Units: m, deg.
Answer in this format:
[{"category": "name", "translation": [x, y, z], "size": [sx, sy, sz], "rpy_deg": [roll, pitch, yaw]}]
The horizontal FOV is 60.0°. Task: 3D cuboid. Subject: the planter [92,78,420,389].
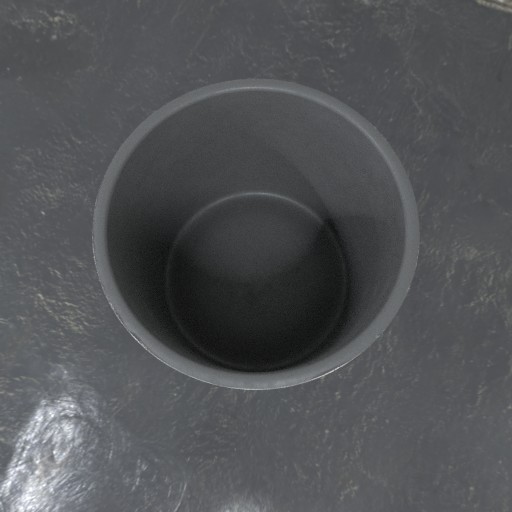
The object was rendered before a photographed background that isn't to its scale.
[{"category": "planter", "translation": [0.000, 0.000, 0.442], "size": [0.254, 0.221, 0.254], "rpy_deg": [0, 75, 0]}]
